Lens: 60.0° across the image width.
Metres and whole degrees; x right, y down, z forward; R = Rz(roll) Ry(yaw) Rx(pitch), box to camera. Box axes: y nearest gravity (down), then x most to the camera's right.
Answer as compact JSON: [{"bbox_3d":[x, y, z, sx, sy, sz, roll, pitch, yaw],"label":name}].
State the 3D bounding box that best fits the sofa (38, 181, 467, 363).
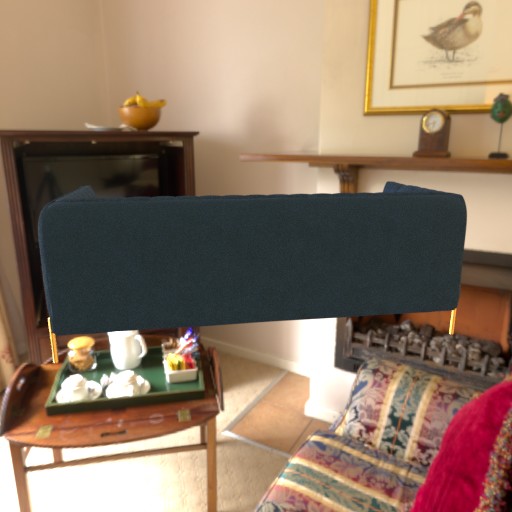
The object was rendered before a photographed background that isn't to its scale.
[{"bbox_3d":[0.000,0.000,2.576,2.136,0.793,0.896,-2,15,-9],"label":"sofa"}]
